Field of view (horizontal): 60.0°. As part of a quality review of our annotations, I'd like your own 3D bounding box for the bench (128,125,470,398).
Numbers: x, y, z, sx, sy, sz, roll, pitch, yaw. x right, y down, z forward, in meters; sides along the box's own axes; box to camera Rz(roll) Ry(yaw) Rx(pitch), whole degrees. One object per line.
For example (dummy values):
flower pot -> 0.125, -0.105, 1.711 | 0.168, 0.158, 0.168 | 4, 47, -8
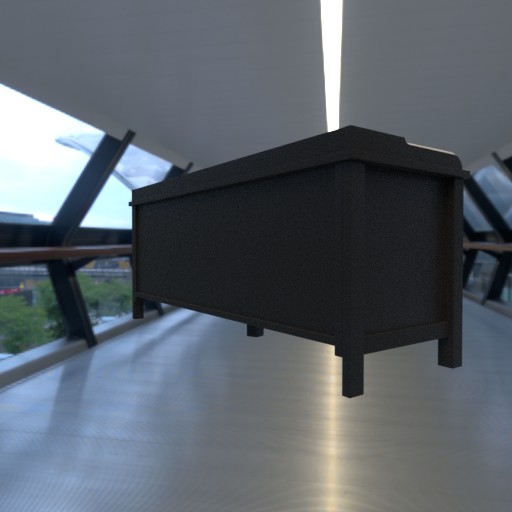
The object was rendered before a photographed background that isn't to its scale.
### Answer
bench -> 0.000, 0.000, 1.372 | 0.398, 0.501, 1.140 | -1, 1, -36
